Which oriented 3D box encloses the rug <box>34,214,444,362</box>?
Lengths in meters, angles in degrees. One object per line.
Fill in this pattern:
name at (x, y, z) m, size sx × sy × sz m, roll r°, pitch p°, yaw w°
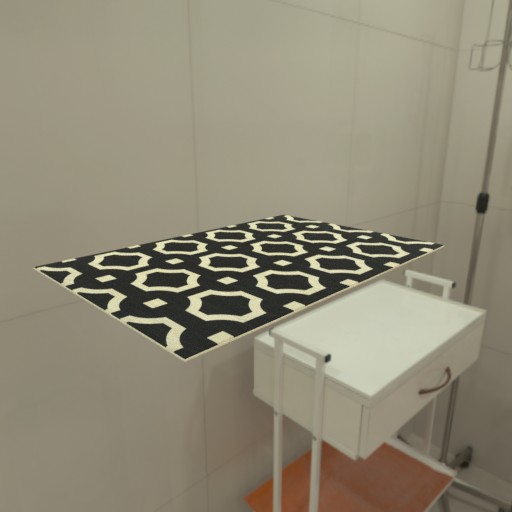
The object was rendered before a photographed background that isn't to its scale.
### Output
rug at (0.000, 0.000, 2.947) m, size 2.286 × 0.016 × 1.555 m, roll -16°, pitch 23°, yaw -42°
